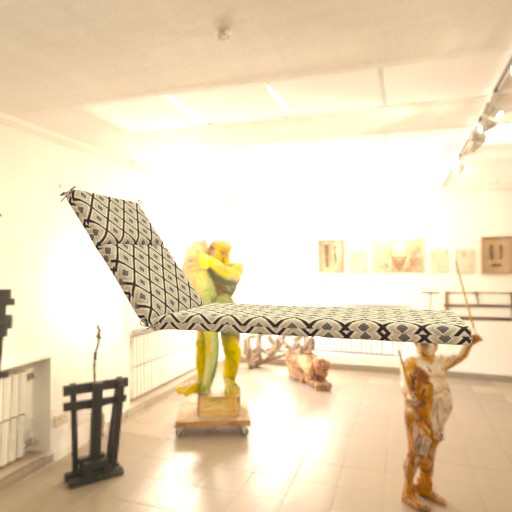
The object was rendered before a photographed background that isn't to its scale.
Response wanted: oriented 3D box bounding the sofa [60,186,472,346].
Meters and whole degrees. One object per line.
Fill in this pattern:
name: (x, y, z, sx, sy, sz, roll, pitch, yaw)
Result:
sofa: (0.000, 0.000, 1.952, 1.663, 0.622, 0.582, 0, 0, 18)
